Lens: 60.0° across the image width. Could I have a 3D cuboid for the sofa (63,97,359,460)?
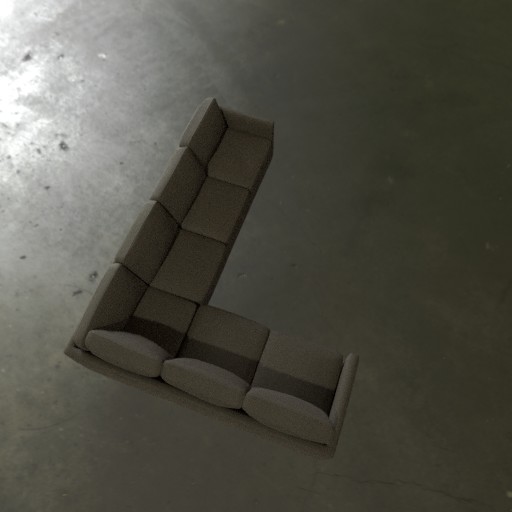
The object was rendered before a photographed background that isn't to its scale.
[{"bbox_3d":[0.000,0.000,4.704,2.593,0.947,3.302,18,66,9],"label":"sofa"}]
